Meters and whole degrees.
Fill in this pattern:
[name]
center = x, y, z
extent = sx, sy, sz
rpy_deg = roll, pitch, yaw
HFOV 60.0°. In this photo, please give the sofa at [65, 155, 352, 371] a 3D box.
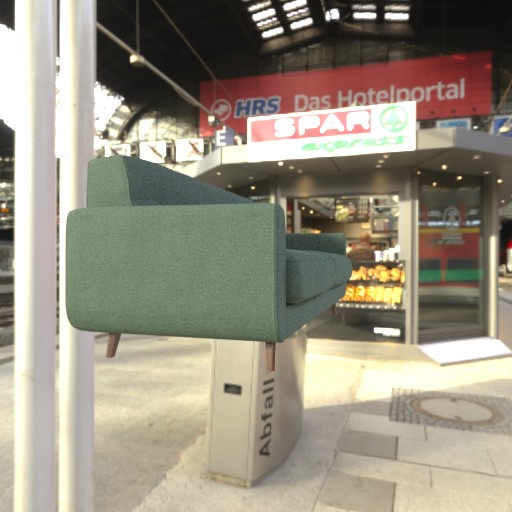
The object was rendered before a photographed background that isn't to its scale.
[sofa]
center = 0.000, 0.000, 2.531
extent = 0.909, 0.841, 2.029
rpy_deg = 0, 0, 18
